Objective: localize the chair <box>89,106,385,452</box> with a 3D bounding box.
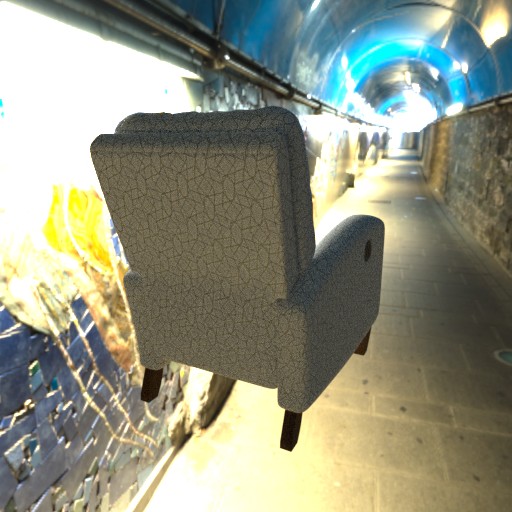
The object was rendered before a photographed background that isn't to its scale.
[{"bbox_3d":[0.000,0.000,1.739,0.796,1.064,0.995,8,17,27],"label":"chair"}]
